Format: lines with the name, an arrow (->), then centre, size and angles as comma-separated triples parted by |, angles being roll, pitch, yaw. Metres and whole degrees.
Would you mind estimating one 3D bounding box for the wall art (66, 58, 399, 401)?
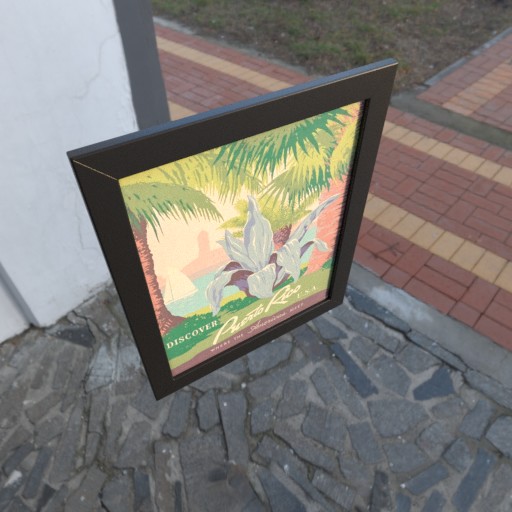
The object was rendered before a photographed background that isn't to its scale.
wall art -> 0.000, 0.000, 0.780 | 0.481, 0.582, 0.018 | -24, 51, -21
